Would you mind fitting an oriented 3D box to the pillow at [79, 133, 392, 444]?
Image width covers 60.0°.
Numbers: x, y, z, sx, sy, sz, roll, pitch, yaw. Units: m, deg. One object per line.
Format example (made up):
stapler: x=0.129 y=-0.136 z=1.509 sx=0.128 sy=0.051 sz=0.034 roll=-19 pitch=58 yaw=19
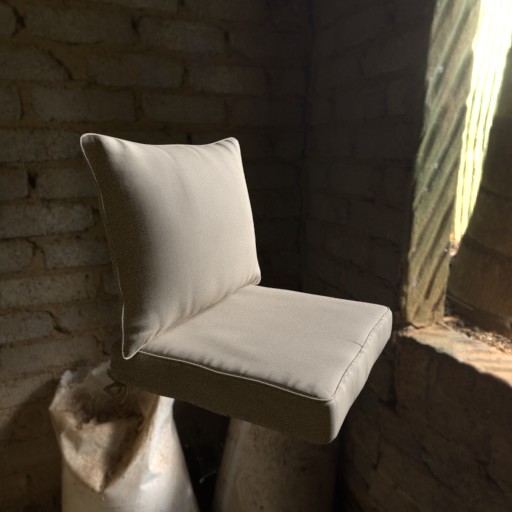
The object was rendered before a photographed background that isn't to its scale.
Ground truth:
pillow: x=0.000 y=0.000 z=1.353 sx=0.733 sy=0.716 sz=0.798 roll=7 pitch=16 yaw=27
